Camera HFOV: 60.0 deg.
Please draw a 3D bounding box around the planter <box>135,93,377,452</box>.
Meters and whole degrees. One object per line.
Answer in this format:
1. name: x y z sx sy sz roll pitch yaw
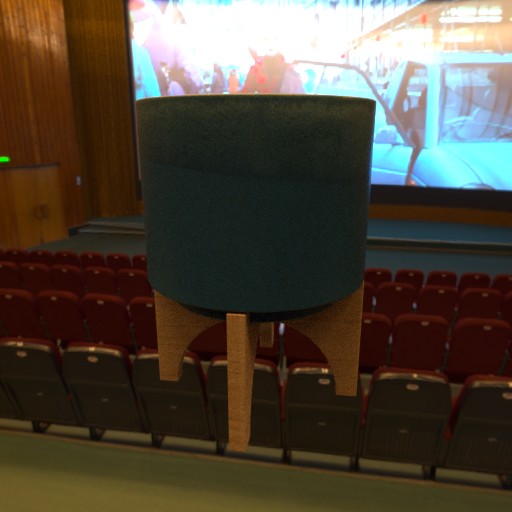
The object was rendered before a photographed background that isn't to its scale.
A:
1. planter: 0.000 0.000 0.401 0.192 0.263 0.192 0 16 0
